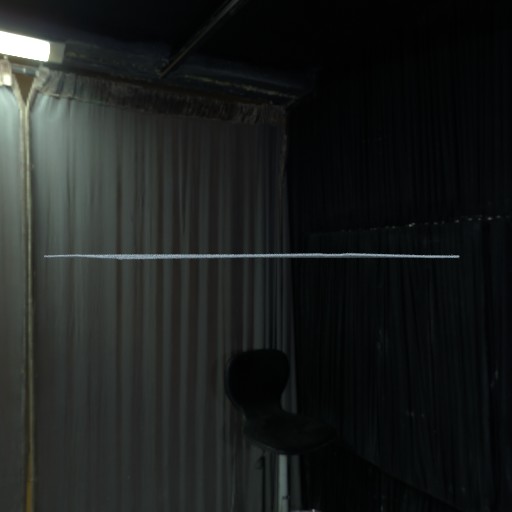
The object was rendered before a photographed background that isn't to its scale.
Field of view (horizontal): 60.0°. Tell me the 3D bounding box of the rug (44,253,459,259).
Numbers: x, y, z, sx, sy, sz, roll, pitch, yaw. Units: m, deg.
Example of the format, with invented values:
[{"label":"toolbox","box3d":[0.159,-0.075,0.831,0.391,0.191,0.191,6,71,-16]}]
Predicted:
[{"label":"rug","box3d":[0.000,0.000,2.332,1.853,0.022,1.174,0,0,-35]}]
